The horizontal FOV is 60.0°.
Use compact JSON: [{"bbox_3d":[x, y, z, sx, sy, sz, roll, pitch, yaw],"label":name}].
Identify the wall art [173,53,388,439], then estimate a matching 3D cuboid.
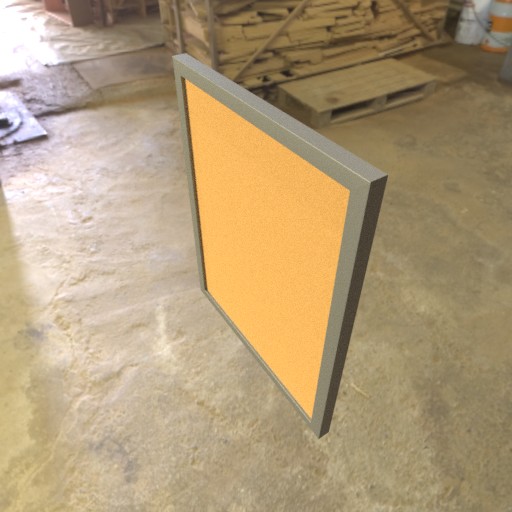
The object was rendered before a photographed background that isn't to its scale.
[{"bbox_3d":[0.000,0.000,0.781,0.029,0.558,0.458,-24,47,-24],"label":"wall art"}]
